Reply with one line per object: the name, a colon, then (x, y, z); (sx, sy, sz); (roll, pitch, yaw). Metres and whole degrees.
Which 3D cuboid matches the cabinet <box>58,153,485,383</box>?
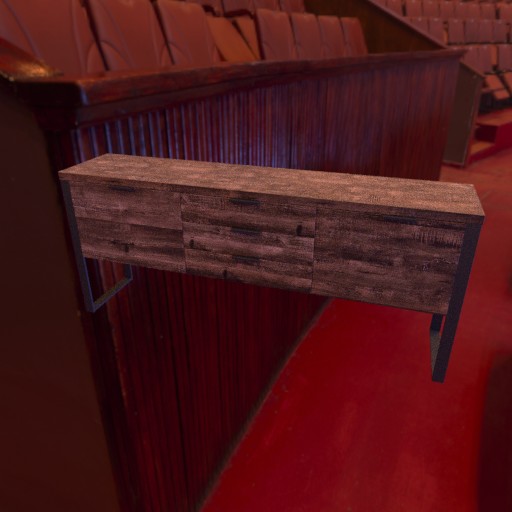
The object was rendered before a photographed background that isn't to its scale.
cabinet: (0.000, 0.000, 2.120); (1.800, 0.762, 0.395); (8, 27, 16)
